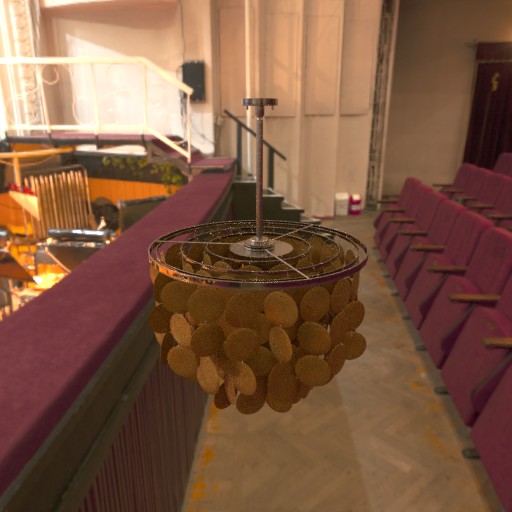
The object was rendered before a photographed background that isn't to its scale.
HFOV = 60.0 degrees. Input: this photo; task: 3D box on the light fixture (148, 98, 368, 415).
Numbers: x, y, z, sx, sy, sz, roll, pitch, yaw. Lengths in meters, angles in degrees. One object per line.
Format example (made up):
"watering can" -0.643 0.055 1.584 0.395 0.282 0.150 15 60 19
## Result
"light fixture" 0.000 0.000 0.736 0.368 0.492 0.368 0 18 0
